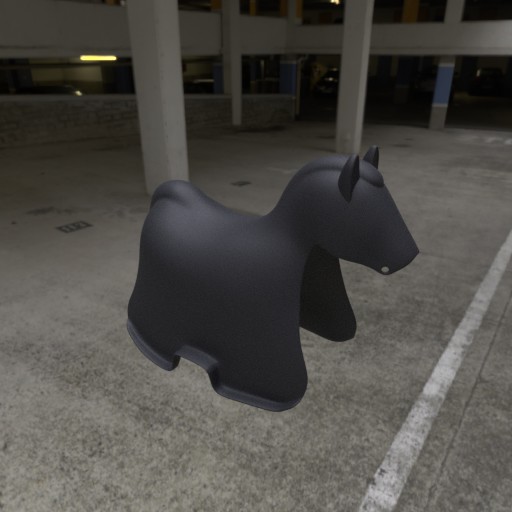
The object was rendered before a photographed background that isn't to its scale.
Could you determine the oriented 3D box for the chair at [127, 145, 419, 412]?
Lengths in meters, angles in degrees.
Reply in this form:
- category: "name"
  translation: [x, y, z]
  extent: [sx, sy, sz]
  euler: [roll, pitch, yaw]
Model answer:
- category: "chair"
  translation: [0.000, 0.000, 1.153]
  extent: [0.800, 0.612, 0.429]
  euler: [16, 30, 31]
